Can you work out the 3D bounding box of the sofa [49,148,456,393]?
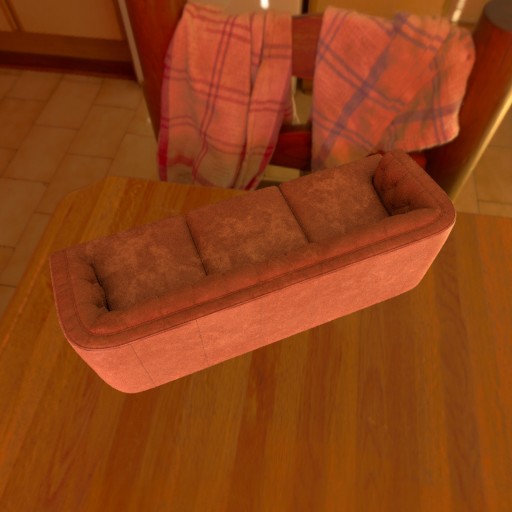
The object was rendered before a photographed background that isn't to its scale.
[{"bbox_3d":[0.000,0.000,2.708,2.257,0.791,0.922,-18,59,-11],"label":"sofa"}]
